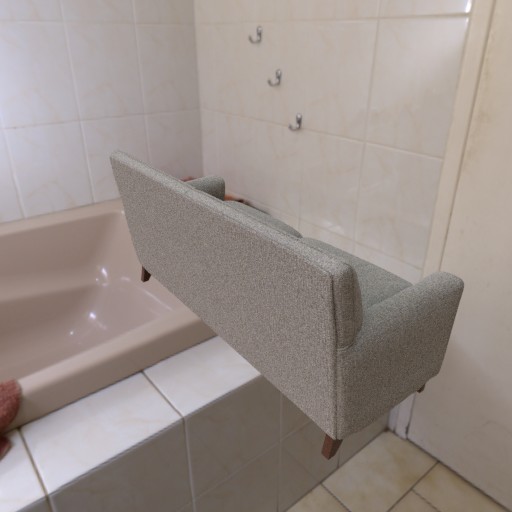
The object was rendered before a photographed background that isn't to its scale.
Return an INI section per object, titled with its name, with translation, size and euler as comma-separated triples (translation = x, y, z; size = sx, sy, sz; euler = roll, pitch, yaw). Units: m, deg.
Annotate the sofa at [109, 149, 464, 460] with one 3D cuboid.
[sofa]
translation = 0.000, 0.000, 2.494
size = 0.854, 0.942, 2.026
euler = -18, 32, -32
